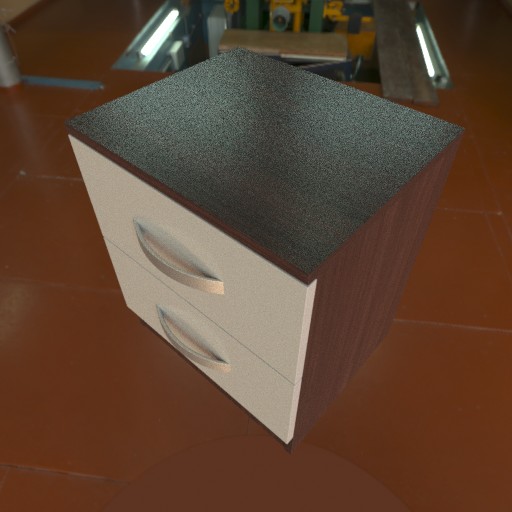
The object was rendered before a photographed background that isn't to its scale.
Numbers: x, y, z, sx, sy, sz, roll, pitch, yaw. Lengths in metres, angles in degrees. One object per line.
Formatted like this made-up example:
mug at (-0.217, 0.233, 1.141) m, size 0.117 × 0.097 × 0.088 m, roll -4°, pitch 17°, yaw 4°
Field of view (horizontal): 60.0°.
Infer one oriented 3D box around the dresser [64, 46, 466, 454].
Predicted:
dresser at (0.000, 0.000, 0.737) m, size 0.400 × 0.470 × 0.360 m, roll 33°, pitch 54°, yaw 27°
